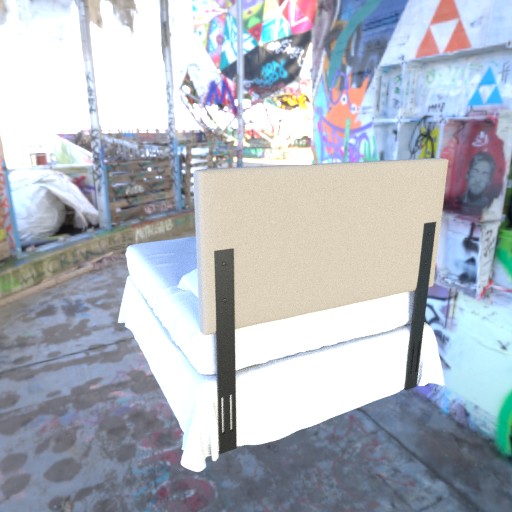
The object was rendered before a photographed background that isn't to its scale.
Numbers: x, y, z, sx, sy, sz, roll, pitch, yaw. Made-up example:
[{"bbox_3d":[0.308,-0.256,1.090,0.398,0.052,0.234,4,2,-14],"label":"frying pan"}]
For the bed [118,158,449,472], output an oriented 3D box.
[{"bbox_3d":[0.000,0.000,3.458,1.936,1.577,2.222,-8,18,-25],"label":"bed"}]
